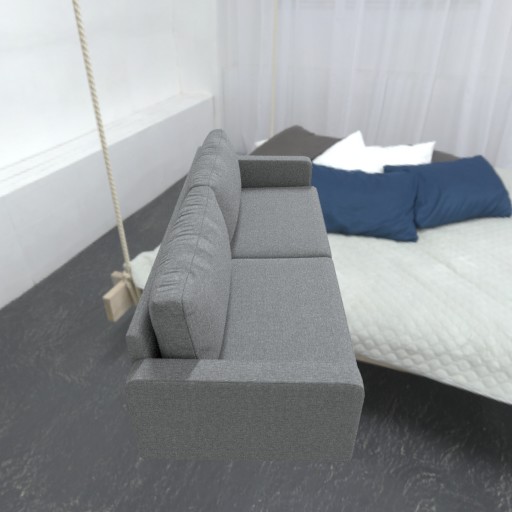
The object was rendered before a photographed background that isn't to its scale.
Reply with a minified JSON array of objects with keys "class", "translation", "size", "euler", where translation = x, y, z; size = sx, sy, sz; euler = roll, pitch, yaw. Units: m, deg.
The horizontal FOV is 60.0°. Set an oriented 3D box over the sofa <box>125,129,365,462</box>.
[{"class":"sofa","translation":[0.000,0.000,2.531],"size":[0.880,0.880,2.200],"euler":[1,33,1]}]
